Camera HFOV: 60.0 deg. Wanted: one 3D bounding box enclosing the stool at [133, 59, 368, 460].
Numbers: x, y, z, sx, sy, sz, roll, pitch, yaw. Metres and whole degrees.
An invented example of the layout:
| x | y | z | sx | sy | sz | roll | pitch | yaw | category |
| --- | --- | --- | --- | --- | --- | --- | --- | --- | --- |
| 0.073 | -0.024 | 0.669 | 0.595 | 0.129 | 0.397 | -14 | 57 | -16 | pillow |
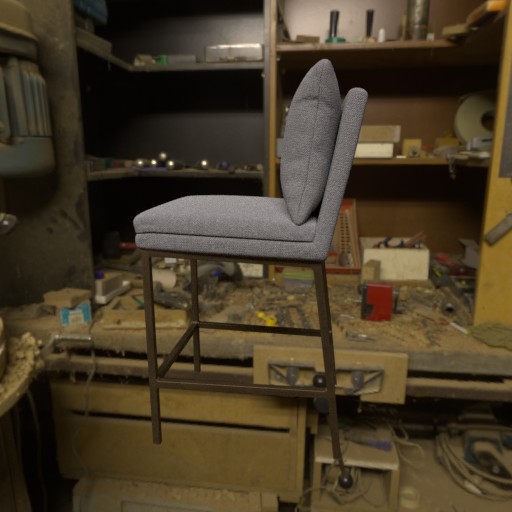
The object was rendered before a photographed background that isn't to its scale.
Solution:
| x | y | z | sx | sy | sz | roll | pitch | yaw | category |
| --- | --- | --- | --- | --- | --- | --- | --- | --- | --- |
| 0.000 | 0.000 | 1.332 | 0.569 | 1.031 | 0.463 | 2 | 14 | 8 | stool |
